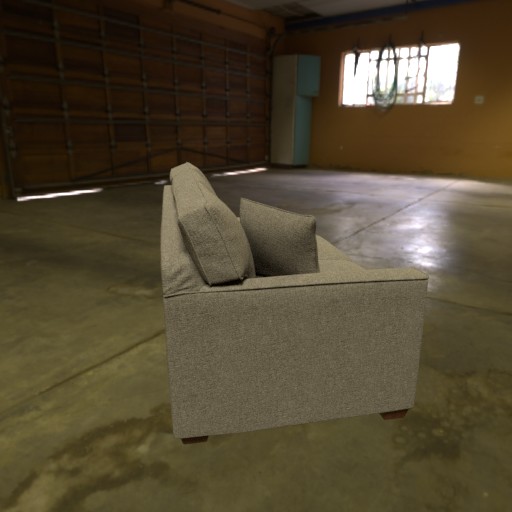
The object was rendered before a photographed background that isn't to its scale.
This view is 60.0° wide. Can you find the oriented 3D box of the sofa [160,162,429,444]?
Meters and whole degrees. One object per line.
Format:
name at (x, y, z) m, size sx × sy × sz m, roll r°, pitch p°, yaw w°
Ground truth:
sofa at (0.000, 0.000, 2.558) m, size 1.034 × 0.946 × 1.963 m, roll -3°, pitch 16°, yaw -11°
